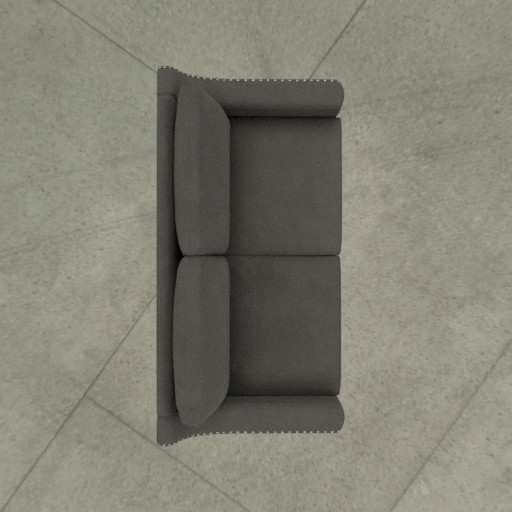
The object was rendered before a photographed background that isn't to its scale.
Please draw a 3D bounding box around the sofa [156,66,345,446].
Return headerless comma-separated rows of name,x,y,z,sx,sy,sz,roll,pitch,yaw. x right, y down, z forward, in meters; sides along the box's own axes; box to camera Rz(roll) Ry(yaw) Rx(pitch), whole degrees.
sofa,0.000,0.000,3.361,1.336,1.196,2.550,0,90,-1
